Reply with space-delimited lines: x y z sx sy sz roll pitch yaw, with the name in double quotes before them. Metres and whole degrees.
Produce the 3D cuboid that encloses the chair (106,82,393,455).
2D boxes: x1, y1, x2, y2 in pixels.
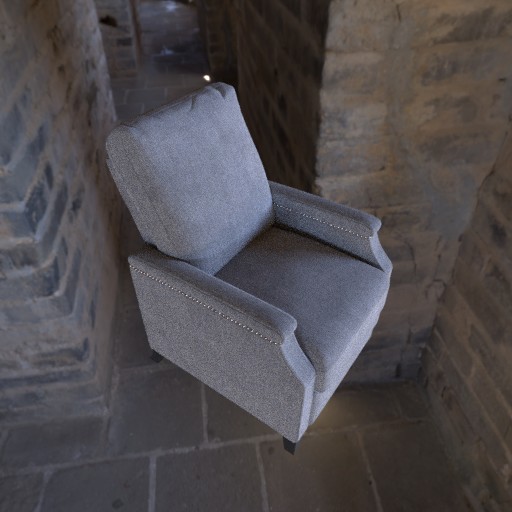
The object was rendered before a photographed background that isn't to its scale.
"chair" 0.000 0.000 1.692 0.922 1.049 0.710 25 46 26
